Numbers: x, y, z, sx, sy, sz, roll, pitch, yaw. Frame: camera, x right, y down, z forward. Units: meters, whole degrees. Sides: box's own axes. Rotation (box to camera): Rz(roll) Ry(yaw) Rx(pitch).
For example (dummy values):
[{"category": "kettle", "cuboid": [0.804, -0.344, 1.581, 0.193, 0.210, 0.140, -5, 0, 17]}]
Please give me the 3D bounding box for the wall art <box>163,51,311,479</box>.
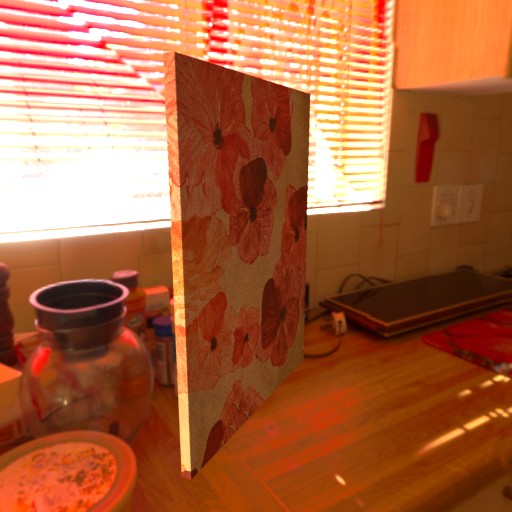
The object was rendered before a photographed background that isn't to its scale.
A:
[{"category": "wall art", "cuboid": [0.000, 0.000, 1.350, 0.031, 1.015, 0.762, 7, 15, 27]}]
